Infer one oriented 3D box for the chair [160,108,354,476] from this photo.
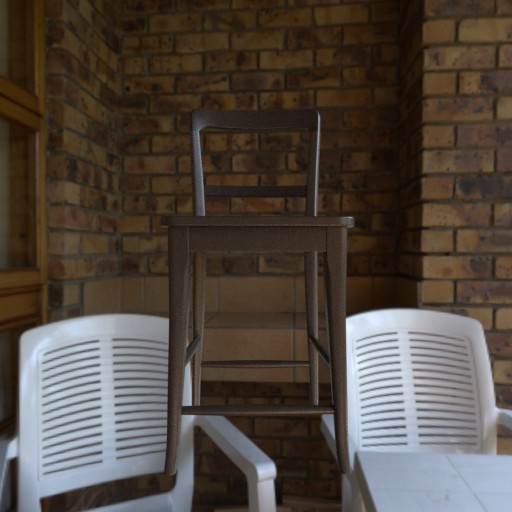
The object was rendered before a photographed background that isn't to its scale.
[{"bbox_3d":[0.000,0.000,1.267,0.450,0.991,0.546,0,1,-1],"label":"chair"}]
